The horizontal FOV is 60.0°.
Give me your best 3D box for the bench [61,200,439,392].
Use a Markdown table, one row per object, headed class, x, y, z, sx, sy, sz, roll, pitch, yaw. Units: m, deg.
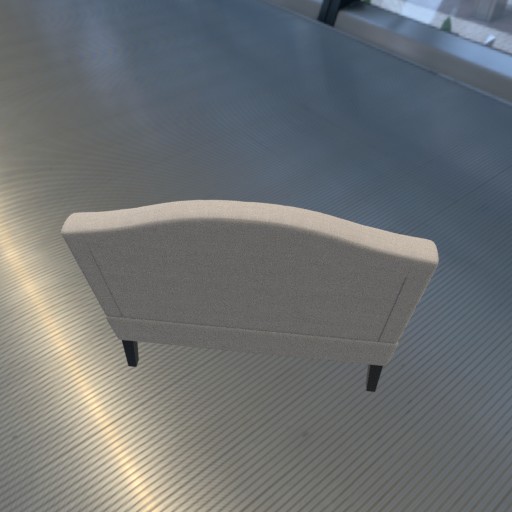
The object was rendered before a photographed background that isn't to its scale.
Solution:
| class | x | y | z | sx | sy | sz | roll | pitch | yaw |
| --- | --- | --- | --- | --- | --- | --- | --- | --- | --- |
| bench | 0.000 | 0.000 | 2.110 | 1.335 | 1.180 | 0.815 | 5 | 46 | 5 |
